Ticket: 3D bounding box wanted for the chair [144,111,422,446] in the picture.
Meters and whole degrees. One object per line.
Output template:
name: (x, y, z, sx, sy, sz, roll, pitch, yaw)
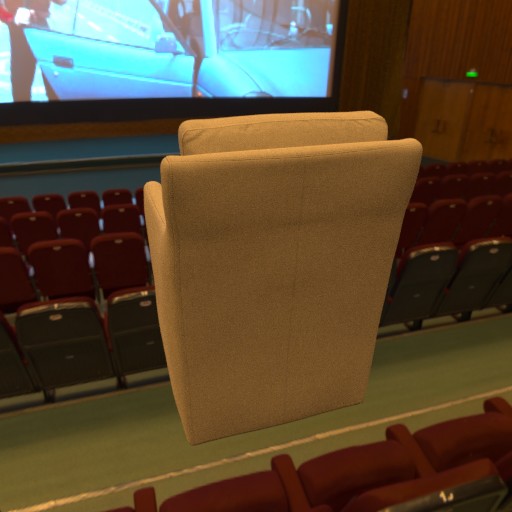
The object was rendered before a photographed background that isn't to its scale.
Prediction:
chair: (0.000, 0.000, 1.385, 0.626, 0.914, 0.694, -8, 27, -16)
